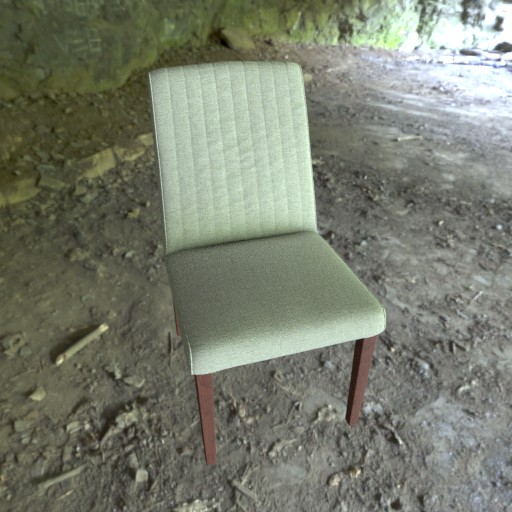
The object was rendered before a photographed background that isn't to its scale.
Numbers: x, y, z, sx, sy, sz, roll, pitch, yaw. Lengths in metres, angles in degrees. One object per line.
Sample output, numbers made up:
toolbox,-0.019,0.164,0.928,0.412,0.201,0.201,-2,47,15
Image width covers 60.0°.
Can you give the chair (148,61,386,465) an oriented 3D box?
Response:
chair,0.000,0.000,1.207,0.480,0.900,0.594,-9,34,-14
